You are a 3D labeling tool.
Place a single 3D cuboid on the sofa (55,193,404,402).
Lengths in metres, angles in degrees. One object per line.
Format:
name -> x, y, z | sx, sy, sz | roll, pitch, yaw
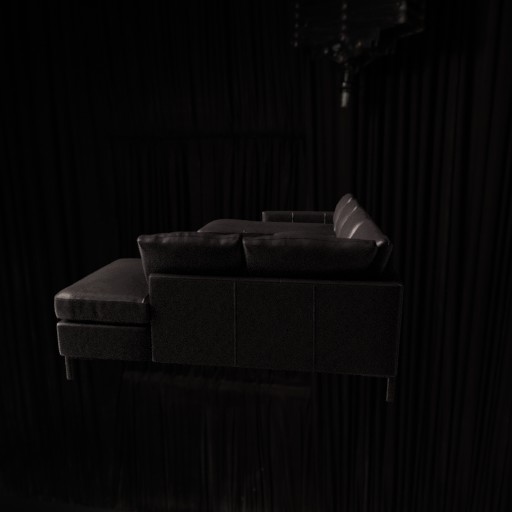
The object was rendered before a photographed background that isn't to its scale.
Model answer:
sofa -> 0.000, 0.000, 3.807 | 1.939, 0.900, 2.956 | 2, 13, 8
